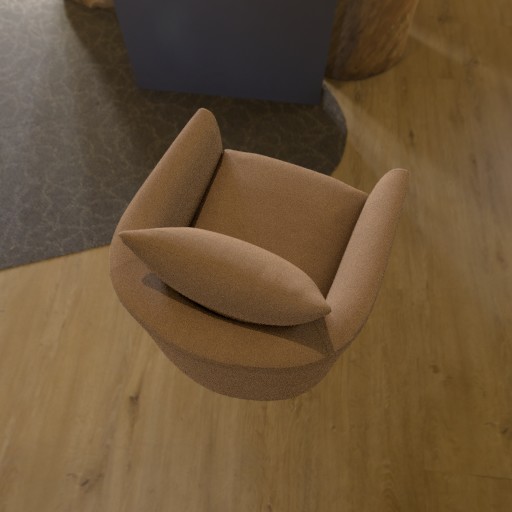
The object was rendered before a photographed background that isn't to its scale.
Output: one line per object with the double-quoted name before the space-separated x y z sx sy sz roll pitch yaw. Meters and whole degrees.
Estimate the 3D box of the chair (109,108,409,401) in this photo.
"chair" 0.000 0.000 1.587 0.845 0.848 0.910 20 66 9
